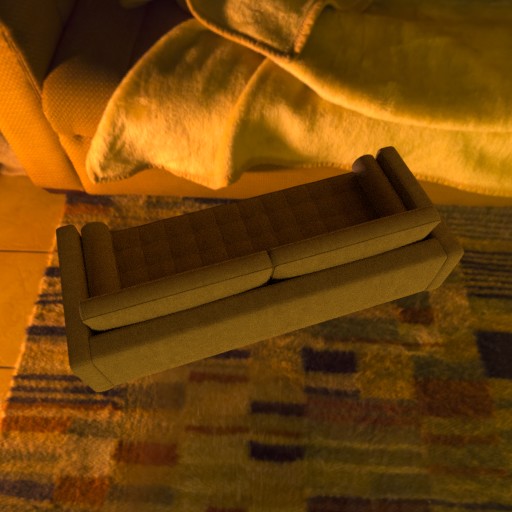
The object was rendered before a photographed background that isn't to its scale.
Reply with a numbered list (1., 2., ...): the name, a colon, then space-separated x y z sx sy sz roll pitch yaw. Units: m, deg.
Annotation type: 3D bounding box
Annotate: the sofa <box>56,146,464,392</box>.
1. sofa: 0.000 0.000 2.695 2.200 0.770 0.919 -15 60 -9
